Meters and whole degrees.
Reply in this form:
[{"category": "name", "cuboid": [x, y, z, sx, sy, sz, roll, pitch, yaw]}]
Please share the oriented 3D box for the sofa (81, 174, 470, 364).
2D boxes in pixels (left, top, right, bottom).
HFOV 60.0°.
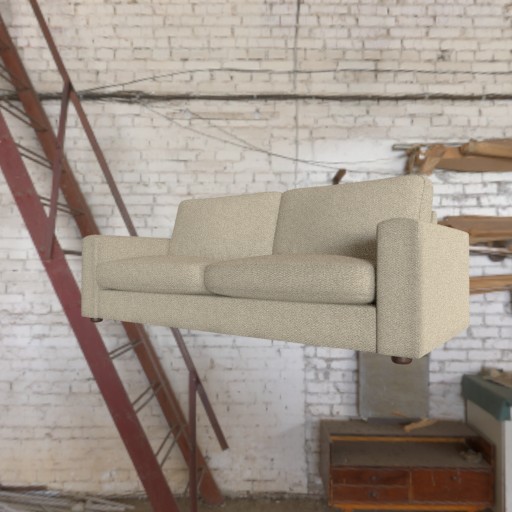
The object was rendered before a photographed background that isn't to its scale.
[{"category": "sofa", "cuboid": [0.000, 0.000, 2.667, 2.179, 0.873, 1.016, 0, -1, 36]}]
